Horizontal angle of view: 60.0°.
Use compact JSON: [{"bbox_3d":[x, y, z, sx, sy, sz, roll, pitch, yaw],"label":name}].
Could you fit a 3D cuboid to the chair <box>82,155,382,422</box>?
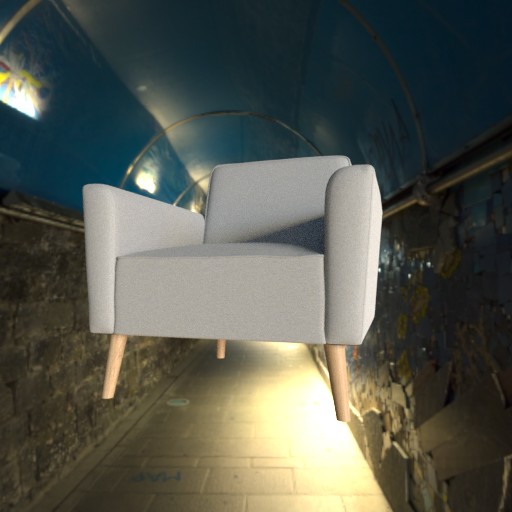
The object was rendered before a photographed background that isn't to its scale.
[{"bbox_3d":[0.000,0.000,1.434,0.780,0.780,0.750,-1,-2,17],"label":"chair"}]
